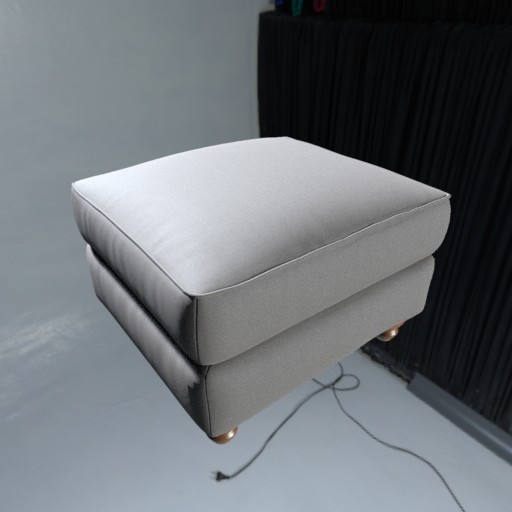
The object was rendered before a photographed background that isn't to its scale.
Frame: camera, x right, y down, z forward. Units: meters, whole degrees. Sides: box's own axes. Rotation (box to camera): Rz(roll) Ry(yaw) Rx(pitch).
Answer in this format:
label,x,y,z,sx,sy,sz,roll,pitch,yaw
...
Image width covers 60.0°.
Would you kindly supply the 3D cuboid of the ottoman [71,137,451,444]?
label,x,y,z,sx,sy,sz,roll,pitch,yaw
ottoman,0.000,0.000,1.154,0.721,0.505,0.662,-21,37,-31
